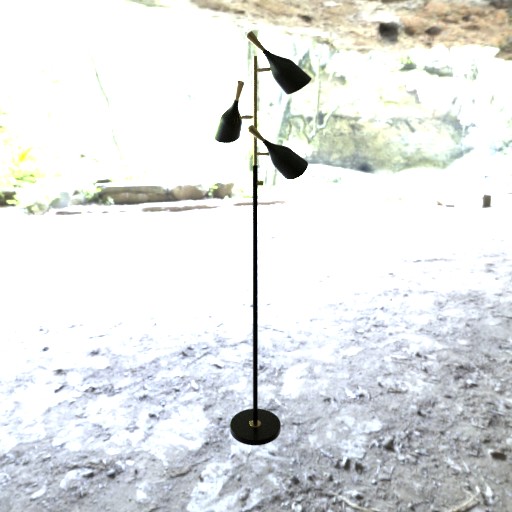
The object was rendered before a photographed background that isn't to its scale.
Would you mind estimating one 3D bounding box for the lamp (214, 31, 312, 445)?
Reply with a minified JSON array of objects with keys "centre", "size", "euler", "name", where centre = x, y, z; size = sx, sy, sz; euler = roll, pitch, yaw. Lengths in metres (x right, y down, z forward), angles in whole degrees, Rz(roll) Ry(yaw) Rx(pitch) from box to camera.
[{"centre":[0.000,0.000,1.955],"size":[0.434,1.778,0.253],"euler":[8,18,26],"name":"lamp"}]
